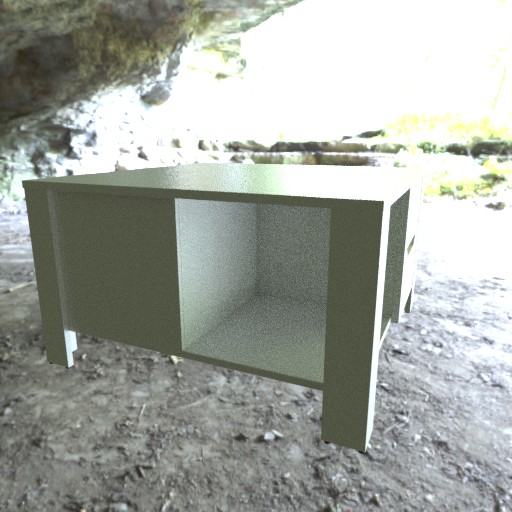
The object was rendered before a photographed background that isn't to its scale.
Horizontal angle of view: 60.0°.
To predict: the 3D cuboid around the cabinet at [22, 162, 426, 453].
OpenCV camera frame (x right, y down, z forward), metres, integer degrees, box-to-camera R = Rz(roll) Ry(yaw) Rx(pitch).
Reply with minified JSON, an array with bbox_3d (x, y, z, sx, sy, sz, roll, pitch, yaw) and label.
[{"bbox_3d":[0.000,0.000,1.251,0.800,0.460,0.800,7,16,24],"label":"cabinet"}]
